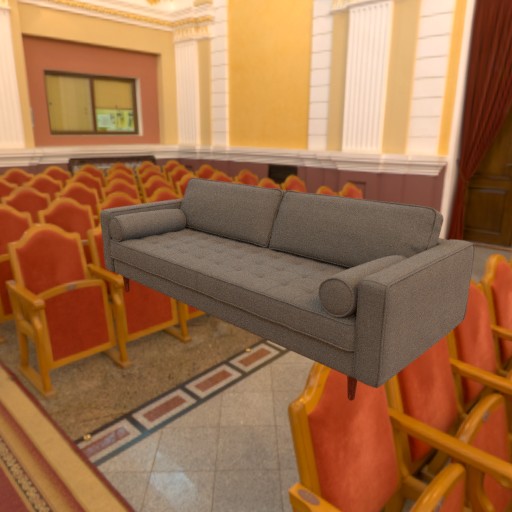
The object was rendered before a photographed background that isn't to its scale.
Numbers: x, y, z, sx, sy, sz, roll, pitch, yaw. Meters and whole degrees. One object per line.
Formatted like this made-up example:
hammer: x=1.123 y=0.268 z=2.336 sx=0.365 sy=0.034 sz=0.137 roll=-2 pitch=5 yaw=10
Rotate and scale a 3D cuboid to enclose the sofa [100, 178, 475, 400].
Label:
sofa: x=0.000 y=0.000 z=2.682 sx=2.198 sy=0.762 sz=0.914 roll=15 pitch=22 yaw=42
